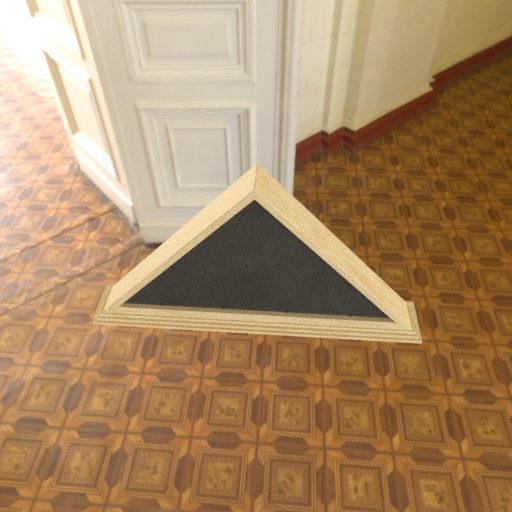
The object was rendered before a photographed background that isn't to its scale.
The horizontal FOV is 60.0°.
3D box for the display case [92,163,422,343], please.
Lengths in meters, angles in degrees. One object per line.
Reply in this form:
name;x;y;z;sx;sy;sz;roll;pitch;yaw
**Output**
display case;0.000;0.000;0.771;0.640;0.340;0.095;3;47;3
